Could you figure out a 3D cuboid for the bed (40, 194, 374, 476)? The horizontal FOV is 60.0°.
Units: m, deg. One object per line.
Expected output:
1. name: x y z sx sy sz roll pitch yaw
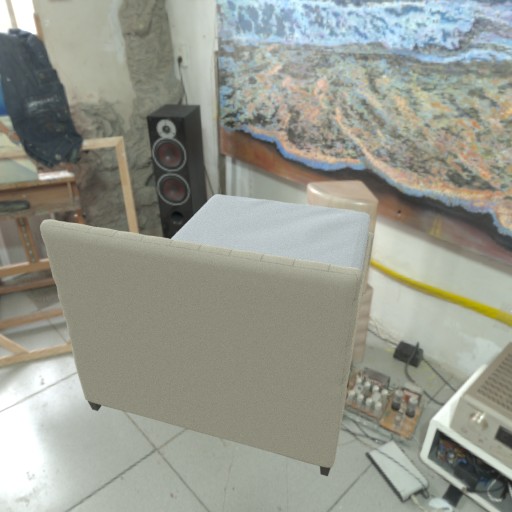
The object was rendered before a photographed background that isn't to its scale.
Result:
1. bed: 0.000 0.000 3.430 1.698 1.427 2.387 9 32 15
